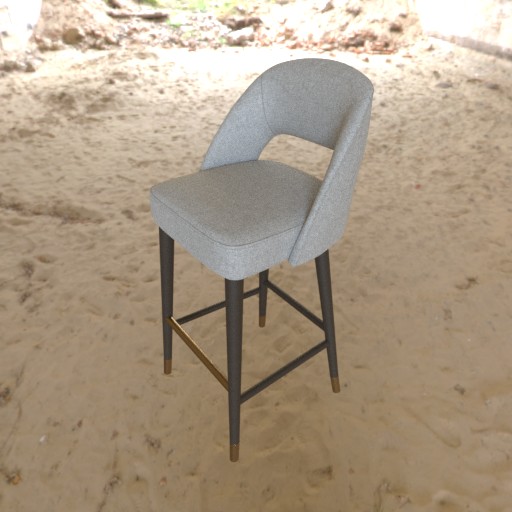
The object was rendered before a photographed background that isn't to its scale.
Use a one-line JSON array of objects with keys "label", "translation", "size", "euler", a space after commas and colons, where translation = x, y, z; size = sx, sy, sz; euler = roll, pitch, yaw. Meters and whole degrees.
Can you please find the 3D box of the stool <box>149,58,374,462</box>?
[{"label": "stool", "translation": [0.000, 0.000, 1.316], "size": [0.509, 1.037, 0.494], "euler": [-22, 38, -30]}]
